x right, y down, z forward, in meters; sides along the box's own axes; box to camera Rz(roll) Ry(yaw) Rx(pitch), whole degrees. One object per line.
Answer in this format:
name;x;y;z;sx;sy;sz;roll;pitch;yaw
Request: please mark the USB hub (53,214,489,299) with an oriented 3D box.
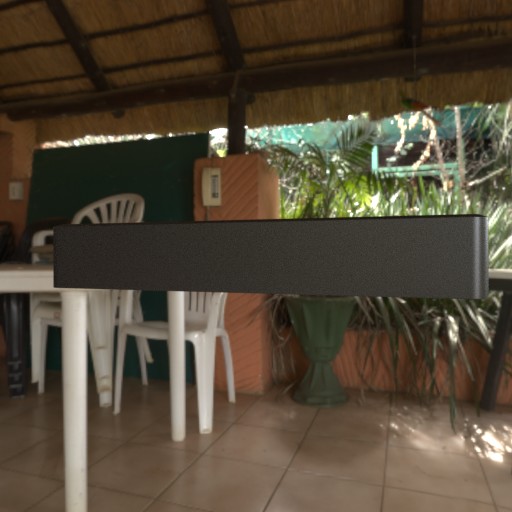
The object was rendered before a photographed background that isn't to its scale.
USB hub;0.000;0.000;0.160;0.145;0.023;0.044;0;0;17
